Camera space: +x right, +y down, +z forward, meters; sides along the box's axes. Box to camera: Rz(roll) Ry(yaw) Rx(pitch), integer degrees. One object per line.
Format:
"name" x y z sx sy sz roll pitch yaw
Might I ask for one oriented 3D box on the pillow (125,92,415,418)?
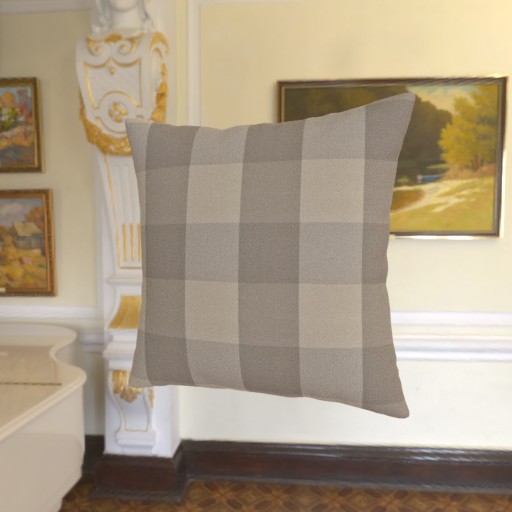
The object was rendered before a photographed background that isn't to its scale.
"pillow" 0.000 0.000 0.765 0.511 0.509 0.161 1 3 17
